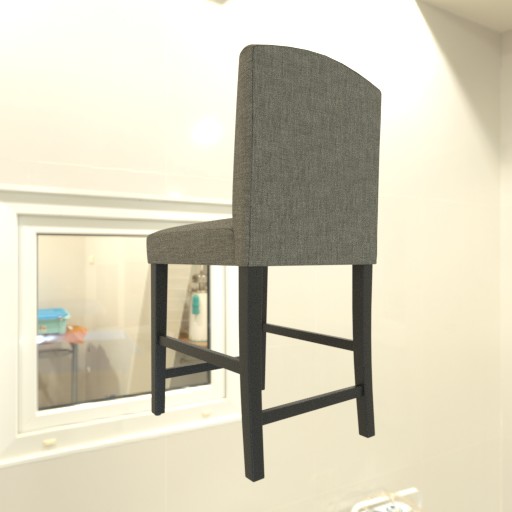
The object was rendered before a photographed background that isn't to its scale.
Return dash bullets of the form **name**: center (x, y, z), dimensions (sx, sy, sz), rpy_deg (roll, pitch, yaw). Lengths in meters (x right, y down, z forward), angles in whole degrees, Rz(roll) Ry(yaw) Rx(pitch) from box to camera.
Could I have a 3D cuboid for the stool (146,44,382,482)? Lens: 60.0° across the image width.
- **stool**: center (0.000, 0.000, 1.273), dimensions (0.451, 0.966, 0.552), rpy_deg (0, 0, -37)
